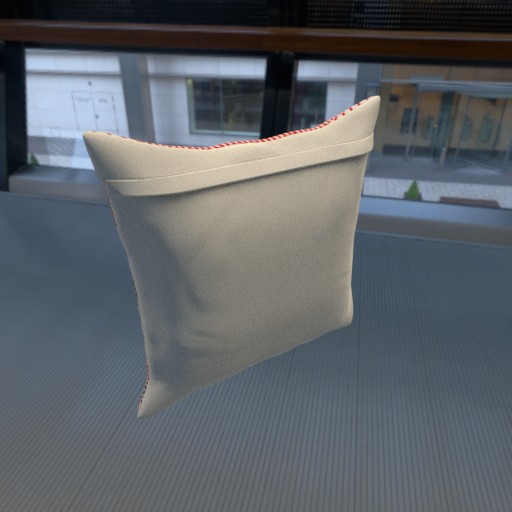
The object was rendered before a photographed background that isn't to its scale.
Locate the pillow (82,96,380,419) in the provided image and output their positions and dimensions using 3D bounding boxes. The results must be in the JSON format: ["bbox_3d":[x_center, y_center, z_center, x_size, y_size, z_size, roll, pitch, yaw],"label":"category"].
[{"bbox_3d":[0.000,0.000,0.710,0.463,0.454,0.160,-18,33,-29],"label":"pillow"}]
